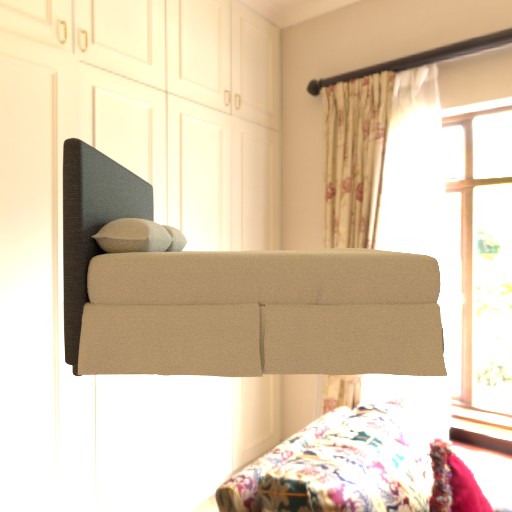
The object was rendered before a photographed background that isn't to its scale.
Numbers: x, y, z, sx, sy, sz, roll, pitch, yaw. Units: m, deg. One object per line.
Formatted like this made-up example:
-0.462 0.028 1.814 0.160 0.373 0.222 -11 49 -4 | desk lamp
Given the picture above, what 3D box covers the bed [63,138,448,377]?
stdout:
0.000 0.000 3.304 2.142 1.330 1.884 0 1 -1 | bed
